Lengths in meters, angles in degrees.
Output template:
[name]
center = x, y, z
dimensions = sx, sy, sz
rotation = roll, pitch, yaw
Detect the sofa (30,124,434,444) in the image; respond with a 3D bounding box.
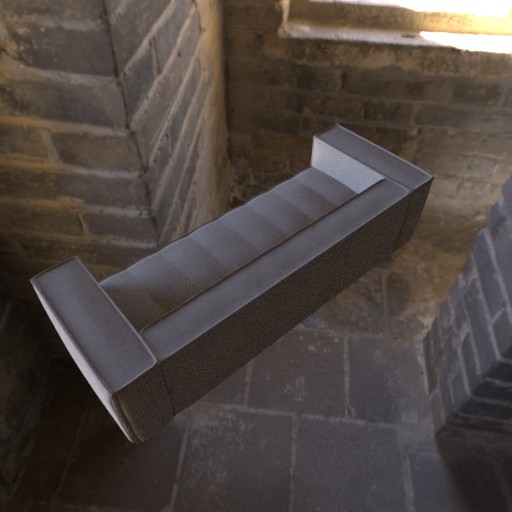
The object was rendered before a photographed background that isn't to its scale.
[sofa]
center = 0.000, 0.000, 3.159
dimensions = 2.697, 0.680, 1.038
rotation = -32, 54, -27
